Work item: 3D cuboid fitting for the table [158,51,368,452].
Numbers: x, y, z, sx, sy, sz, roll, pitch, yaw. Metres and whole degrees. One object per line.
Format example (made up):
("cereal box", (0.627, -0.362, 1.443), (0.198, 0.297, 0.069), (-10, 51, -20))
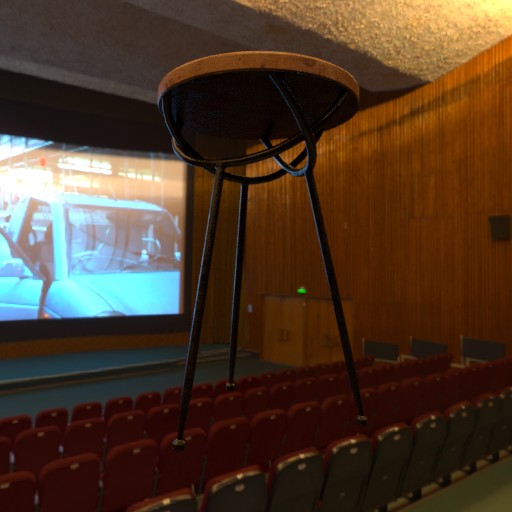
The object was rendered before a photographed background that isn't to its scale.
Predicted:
("table", (0.000, 0.000, 0.918), (0.418, 0.664, 0.414), (1, -1, -36))
